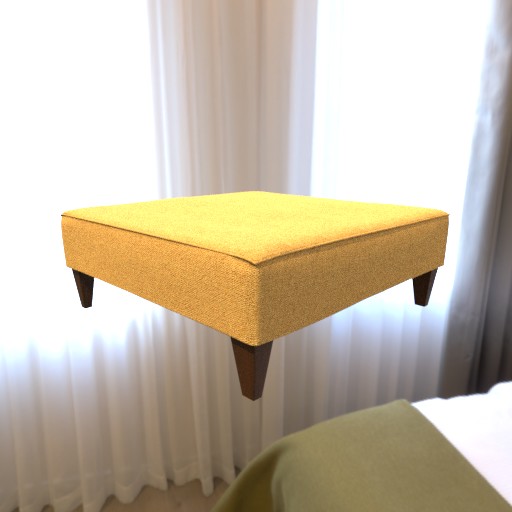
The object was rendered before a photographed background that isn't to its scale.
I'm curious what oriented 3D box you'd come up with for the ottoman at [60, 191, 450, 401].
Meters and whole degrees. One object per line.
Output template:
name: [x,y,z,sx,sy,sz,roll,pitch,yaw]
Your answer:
ottoman: [0.000,0.000,1.572,0.970,0.378,0.981,13,19,43]
